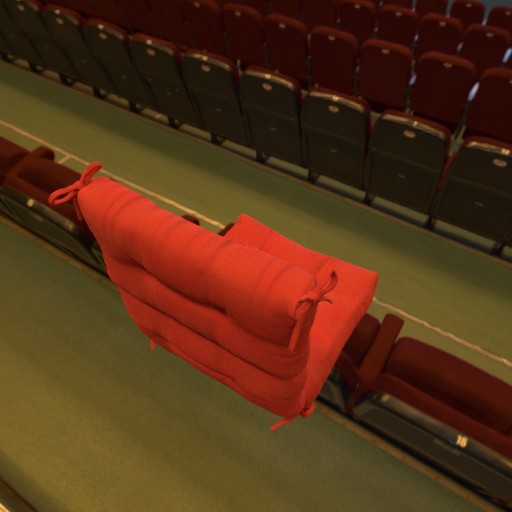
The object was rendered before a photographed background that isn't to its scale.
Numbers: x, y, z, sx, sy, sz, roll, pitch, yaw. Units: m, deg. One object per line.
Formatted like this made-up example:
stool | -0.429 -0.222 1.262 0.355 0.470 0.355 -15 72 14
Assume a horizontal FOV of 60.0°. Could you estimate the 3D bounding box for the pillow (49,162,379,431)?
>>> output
pillow | 0.000 0.000 1.023 0.519 0.605 0.571 25 53 21
